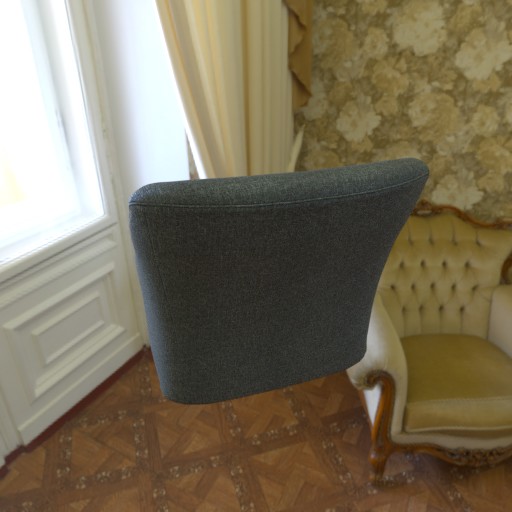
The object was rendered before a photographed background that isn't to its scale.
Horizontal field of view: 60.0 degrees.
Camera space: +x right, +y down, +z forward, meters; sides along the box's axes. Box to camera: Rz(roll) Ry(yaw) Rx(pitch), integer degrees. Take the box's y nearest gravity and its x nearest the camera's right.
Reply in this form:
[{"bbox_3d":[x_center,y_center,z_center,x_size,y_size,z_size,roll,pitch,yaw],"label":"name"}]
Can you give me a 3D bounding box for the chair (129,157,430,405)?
[{"bbox_3d":[0.000,0.000,1.610,0.864,0.856,0.923,-9,29,-17],"label":"chair"}]
